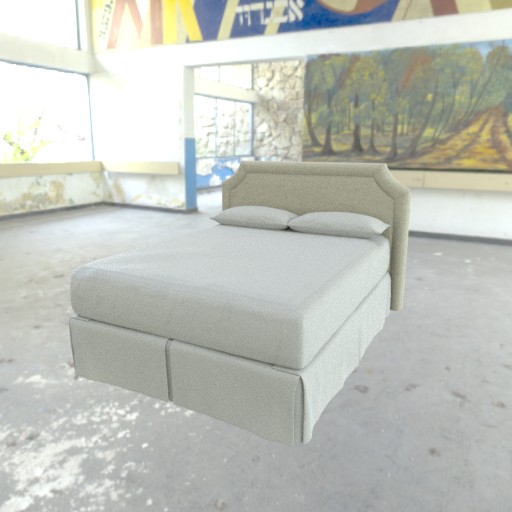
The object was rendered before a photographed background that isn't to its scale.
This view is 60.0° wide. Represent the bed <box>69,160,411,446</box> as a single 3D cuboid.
[{"bbox_3d":[0.000,0.000,3.287,1.828,1.297,2.164,7,16,27],"label":"bed"}]
